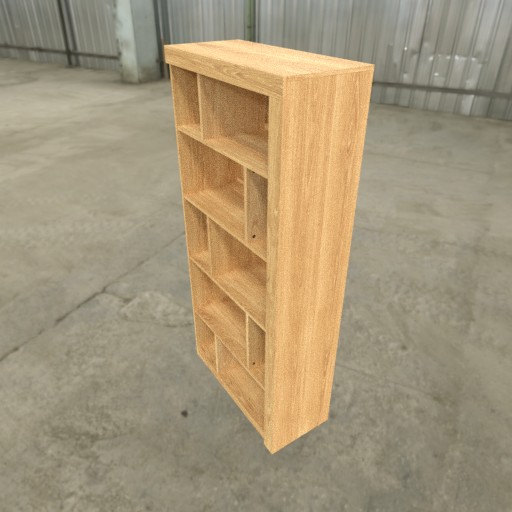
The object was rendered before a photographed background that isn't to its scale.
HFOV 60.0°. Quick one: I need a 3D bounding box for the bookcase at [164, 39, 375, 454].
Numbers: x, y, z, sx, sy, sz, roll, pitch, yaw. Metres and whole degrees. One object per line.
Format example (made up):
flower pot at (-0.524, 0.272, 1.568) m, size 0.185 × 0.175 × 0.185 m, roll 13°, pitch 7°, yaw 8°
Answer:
bookcase at (0.000, 0.000, 2.412) m, size 0.420 × 2.020 × 0.950 m, roll -20°, pitch 37°, yaw -28°
